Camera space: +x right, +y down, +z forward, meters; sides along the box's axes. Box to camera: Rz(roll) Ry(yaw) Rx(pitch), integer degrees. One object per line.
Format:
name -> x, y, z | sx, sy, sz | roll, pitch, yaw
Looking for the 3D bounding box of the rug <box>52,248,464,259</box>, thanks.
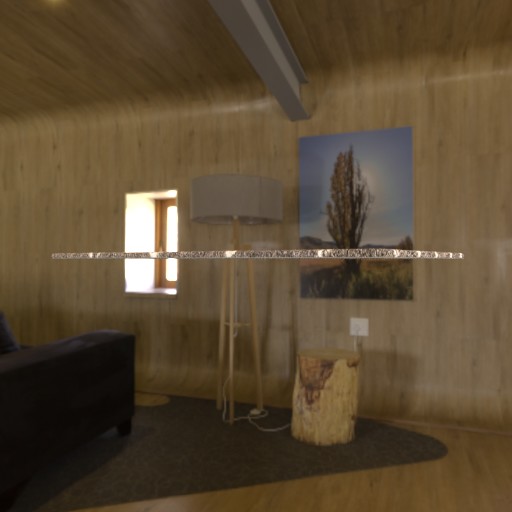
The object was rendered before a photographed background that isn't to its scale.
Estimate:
rug -> 0.000, 0.000, 2.306 | 1.778, 0.030, 1.219 | 0, -1, 35
